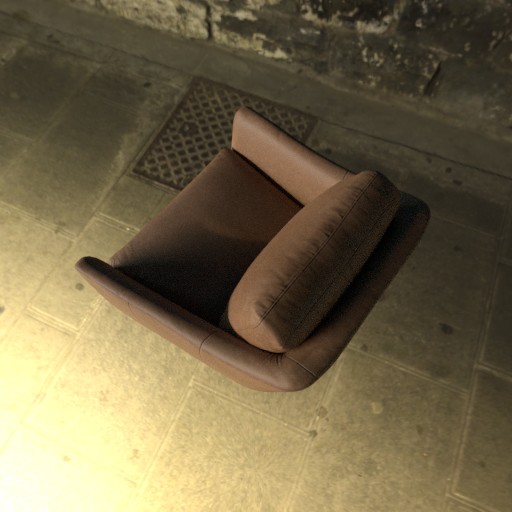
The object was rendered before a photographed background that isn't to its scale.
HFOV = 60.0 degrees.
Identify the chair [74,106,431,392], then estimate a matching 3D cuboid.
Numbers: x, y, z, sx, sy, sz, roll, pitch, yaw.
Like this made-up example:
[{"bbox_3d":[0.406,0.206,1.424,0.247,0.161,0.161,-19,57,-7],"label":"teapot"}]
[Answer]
[{"bbox_3d":[0.000,0.000,1.765,0.963,0.895,0.988,35,69,16],"label":"chair"}]
